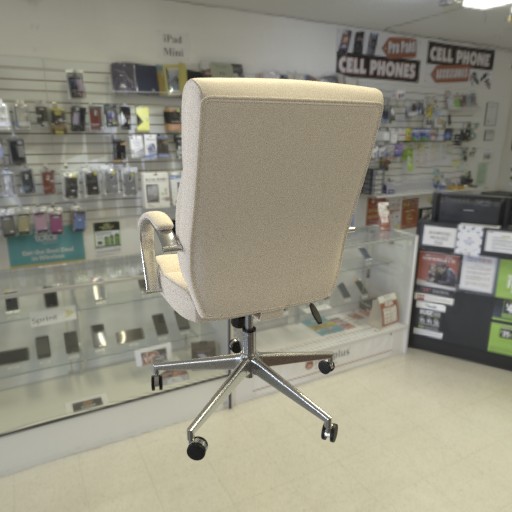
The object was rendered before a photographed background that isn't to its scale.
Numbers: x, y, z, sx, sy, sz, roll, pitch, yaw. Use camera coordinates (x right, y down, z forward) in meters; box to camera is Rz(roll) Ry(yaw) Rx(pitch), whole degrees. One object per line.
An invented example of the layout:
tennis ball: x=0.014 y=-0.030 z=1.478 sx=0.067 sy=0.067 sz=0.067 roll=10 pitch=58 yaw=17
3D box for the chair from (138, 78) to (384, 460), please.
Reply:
chair: x=0.000 y=0.000 z=1.556 sx=0.727 sy=1.099 sz=0.745 roll=-7 pitch=17 yaw=-25
